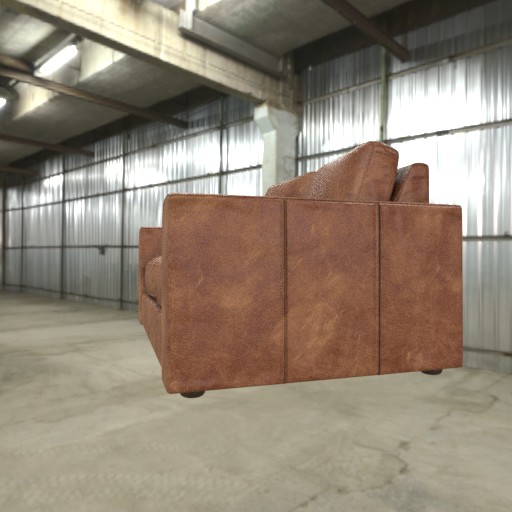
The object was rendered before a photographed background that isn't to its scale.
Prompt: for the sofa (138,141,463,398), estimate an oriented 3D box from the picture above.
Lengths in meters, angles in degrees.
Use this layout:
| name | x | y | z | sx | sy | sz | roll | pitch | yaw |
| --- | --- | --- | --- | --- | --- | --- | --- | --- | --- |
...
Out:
| name | x | y | z | sx | sy | sz | roll | pitch | yaw |
| --- | --- | --- | --- | --- | --- | --- | --- | --- | --- |
| sofa | 0.000 | 0.000 | 2.180 | 1.041 | 0.889 | 1.626 | 0 | 0 | -18 |
